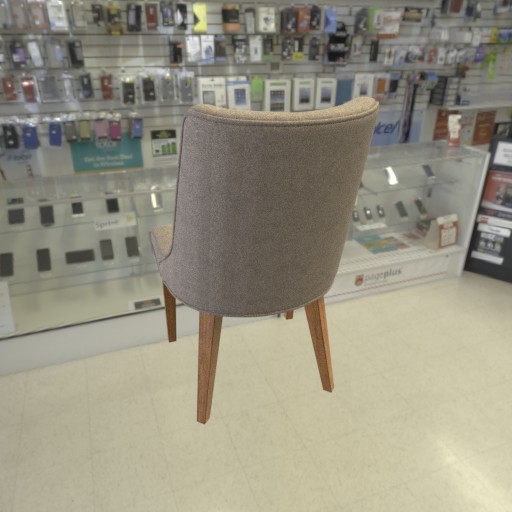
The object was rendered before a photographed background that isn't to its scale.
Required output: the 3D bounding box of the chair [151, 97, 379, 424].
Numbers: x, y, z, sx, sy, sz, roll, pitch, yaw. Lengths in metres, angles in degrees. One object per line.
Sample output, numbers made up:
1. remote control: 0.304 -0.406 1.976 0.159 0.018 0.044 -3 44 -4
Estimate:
1. chair: 0.000 0.000 1.296 0.548 0.916 0.636 -8 28 -16
